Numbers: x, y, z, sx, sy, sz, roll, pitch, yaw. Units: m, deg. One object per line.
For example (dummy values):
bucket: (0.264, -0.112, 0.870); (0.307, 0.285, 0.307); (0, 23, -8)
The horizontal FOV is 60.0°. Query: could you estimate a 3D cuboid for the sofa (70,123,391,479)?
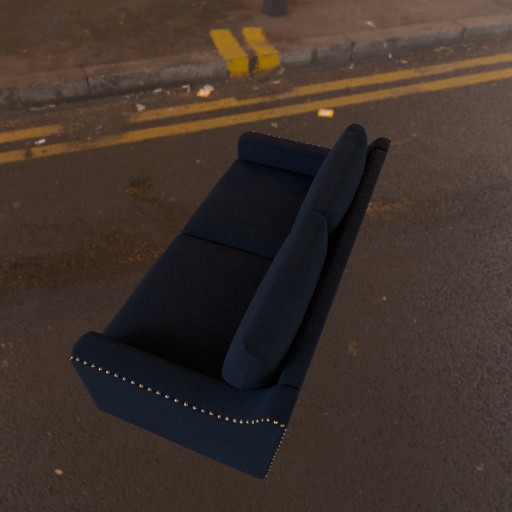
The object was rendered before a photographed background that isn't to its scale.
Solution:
sofa: (0.000, 0.000, 2.680); (1.104, 0.983, 2.107); (17, 49, 15)
